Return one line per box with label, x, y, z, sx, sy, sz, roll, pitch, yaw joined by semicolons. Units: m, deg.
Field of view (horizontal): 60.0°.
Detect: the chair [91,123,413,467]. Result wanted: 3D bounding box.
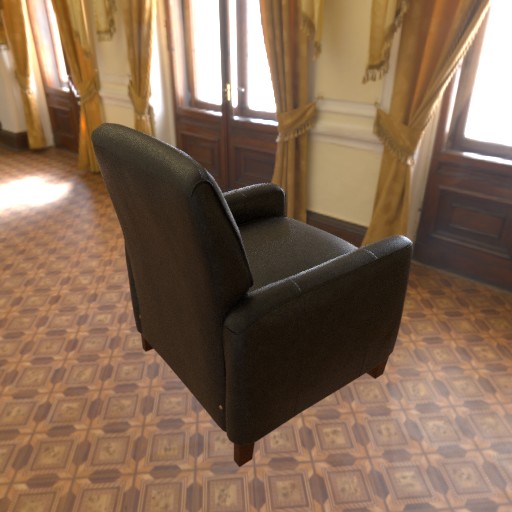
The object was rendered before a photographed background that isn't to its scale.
chair;0.000;0.000;1.643;0.864;1.014;0.848;-19;33;-32
